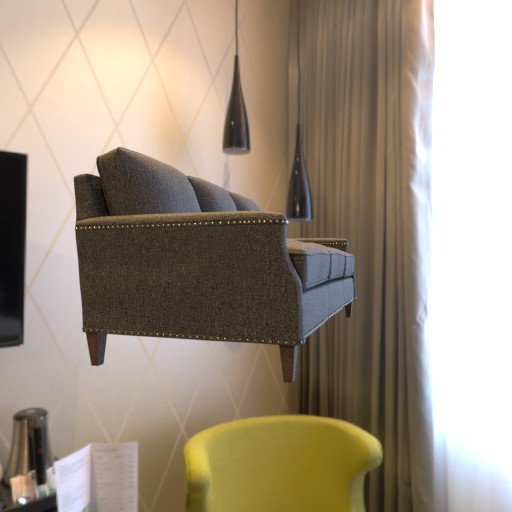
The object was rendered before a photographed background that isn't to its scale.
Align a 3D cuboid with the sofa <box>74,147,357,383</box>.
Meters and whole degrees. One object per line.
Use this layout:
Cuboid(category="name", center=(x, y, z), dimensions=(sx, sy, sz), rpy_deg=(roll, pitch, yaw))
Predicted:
Cuboid(category="sofa", center=(0.000, 0.000, 2.870), dimensions=(1.084, 1.003, 2.246), rpy_deg=(0, -1, 18))
